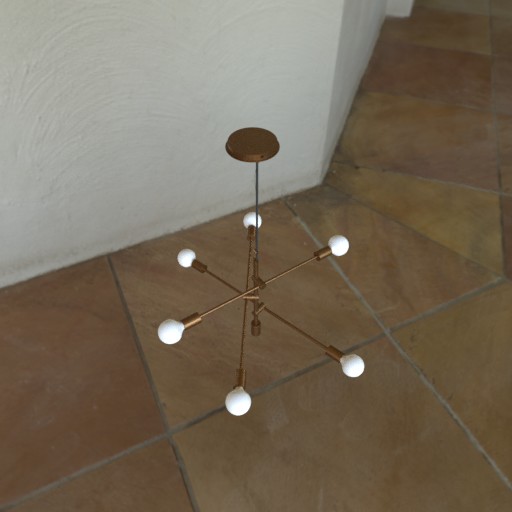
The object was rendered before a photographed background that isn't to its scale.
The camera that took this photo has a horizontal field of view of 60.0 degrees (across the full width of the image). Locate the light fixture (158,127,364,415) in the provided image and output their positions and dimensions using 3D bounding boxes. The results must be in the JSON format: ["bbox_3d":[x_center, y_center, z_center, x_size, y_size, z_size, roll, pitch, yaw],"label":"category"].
[{"bbox_3d":[0.000,0.000,1.253,0.637,0.744,0.682,-17,50,-15],"label":"light fixture"}]
